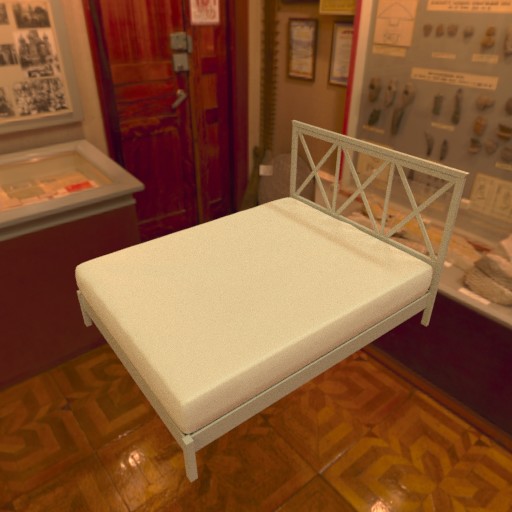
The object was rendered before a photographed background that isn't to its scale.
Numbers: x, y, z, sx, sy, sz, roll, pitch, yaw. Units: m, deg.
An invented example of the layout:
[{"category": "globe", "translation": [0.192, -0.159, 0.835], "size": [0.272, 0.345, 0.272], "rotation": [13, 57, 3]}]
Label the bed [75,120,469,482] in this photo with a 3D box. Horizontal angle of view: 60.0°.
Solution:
[{"category": "bed", "translation": [0.000, 0.000, 3.151], "size": [2.135, 1.253, 1.673], "rotation": [-21, 37, -31]}]
